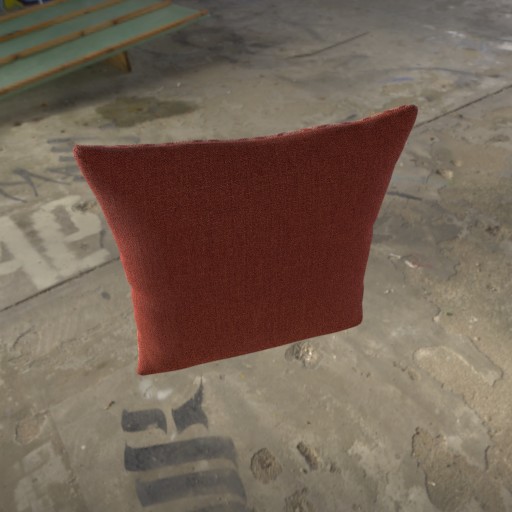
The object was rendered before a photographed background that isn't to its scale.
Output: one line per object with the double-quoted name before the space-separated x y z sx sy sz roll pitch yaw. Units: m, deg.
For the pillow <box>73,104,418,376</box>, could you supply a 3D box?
"pillow" 0.000 0.000 0.672 0.429 0.434 0.159 -12 43 -13
